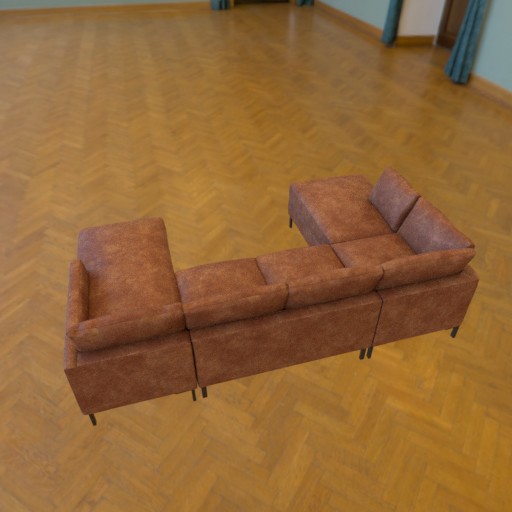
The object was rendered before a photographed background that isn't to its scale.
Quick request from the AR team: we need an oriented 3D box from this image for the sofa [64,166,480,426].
[{"bbox_3d":[0.000,0.000,3.780,2.956,0.900,1.939,-10,40,-12],"label":"sofa"}]
